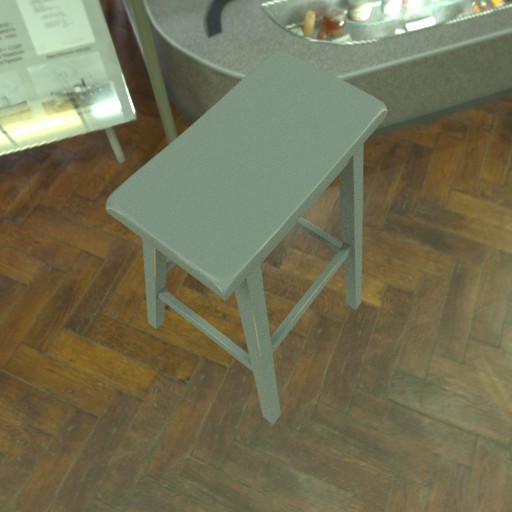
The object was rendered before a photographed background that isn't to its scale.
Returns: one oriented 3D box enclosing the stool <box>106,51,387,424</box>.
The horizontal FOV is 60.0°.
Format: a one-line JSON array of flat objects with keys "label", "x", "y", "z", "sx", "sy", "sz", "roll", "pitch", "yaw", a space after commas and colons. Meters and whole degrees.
[{"label": "stool", "x": 0.000, "y": 0.000, "z": 1.039, "sx": 0.476, "sy": 0.737, "sz": 0.457, "roll": 35, "pitch": 67, "yaw": 17}]
